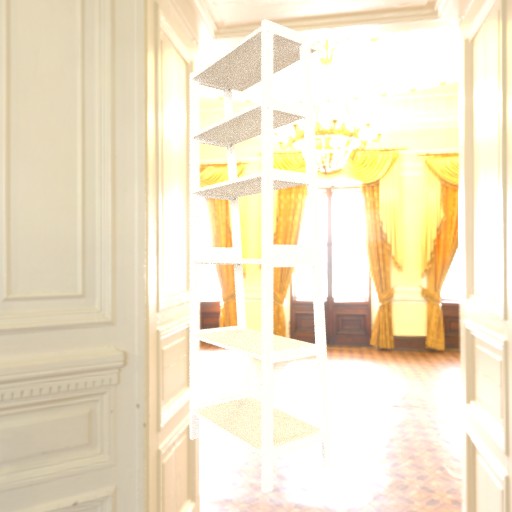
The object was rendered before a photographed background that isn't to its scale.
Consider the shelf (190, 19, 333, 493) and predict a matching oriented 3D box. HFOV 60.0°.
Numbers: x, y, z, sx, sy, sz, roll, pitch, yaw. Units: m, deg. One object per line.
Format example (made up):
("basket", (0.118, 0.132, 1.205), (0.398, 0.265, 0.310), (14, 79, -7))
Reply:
("shelf", (0.000, 0.000, 2.144), (0.381, 1.892, 0.660), (0, 0, -36))
